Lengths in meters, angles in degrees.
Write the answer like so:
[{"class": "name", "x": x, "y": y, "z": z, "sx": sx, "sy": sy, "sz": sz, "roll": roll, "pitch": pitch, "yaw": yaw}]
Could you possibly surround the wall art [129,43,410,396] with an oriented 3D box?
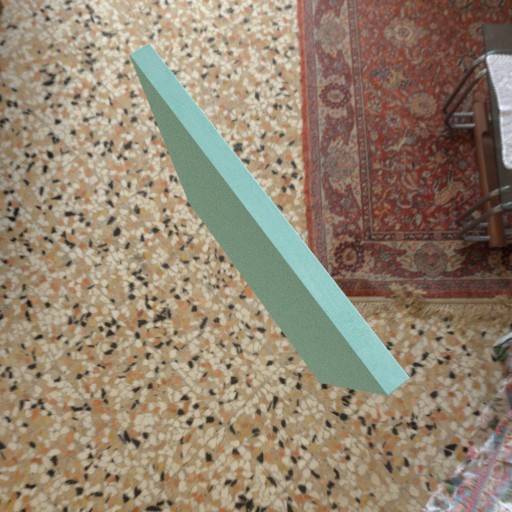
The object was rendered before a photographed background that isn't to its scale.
[{"class": "wall art", "x": 0.000, "y": 0.000, "z": 0.897, "sx": 0.036, "sy": 0.603, "sz": 0.603, "roll": -35, "pitch": 78, "yaw": -8}]
